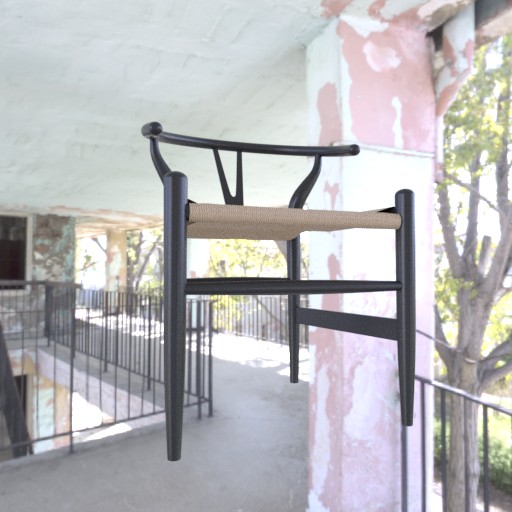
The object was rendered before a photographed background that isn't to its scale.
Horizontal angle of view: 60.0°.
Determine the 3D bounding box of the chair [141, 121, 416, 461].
[{"bbox_3d":[0.000,0.000,1.130,0.570,0.739,0.570,1,-2,-20],"label":"chair"}]
